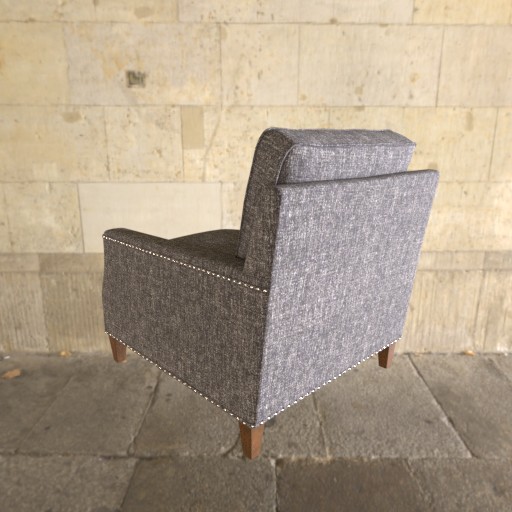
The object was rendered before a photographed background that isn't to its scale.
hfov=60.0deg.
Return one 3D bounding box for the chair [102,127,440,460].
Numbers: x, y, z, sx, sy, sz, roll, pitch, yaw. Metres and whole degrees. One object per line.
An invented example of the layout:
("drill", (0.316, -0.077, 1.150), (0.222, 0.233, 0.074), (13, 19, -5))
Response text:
("chair", (0.000, 0.000, 1.718), (0.853, 0.943, 1.014), (-14, 20, -42))
